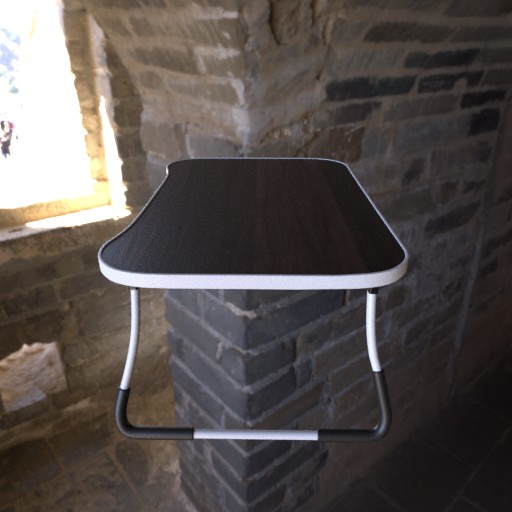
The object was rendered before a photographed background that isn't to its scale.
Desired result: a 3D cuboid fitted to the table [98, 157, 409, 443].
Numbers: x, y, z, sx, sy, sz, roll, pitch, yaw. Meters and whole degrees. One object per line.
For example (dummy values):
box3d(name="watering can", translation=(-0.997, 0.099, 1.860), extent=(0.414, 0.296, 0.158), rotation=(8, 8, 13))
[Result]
box3d(name="table", translation=(0.000, 0.000, 0.829), extent=(0.400, 0.232, 0.660), rotation=(0, 25, 1))
